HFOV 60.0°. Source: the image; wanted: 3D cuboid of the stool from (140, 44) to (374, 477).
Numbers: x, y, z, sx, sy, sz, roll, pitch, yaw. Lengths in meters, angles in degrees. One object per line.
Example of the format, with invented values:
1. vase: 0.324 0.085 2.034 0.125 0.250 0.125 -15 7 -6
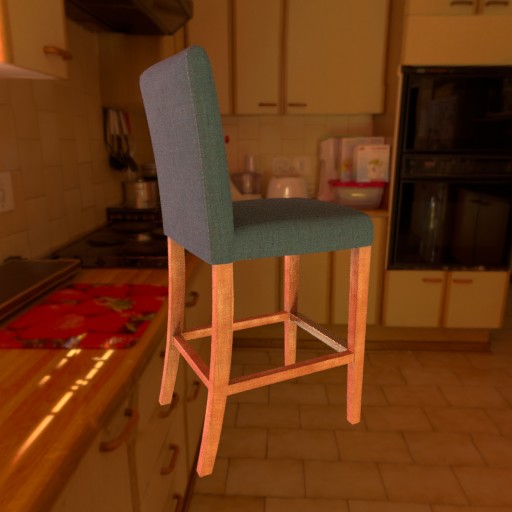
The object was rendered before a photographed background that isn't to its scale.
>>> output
1. stool: 0.000 0.000 1.369 0.574 1.088 0.454 -8 17 -27
